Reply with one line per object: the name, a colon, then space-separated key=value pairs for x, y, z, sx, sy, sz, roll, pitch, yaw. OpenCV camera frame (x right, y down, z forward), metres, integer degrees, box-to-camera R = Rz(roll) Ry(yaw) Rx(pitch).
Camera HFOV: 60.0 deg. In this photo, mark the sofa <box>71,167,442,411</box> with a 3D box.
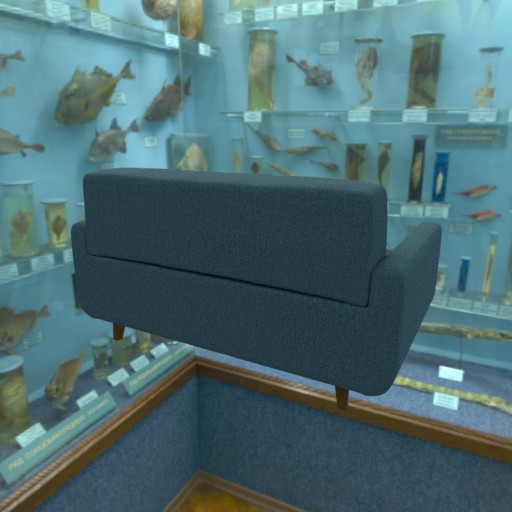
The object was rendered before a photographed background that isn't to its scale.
sofa: x=0.000 y=0.000 z=2.277 sx=1.651 sy=0.896 sz=0.942 roll=9 pitch=18 yaw=28
